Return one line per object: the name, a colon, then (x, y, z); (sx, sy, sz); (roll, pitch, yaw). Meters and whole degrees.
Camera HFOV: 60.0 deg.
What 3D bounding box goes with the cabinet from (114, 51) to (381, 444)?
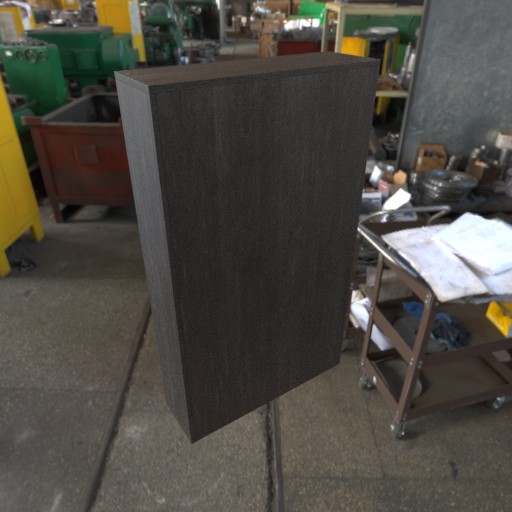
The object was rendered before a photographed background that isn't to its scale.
cabinet: (0.000, 0.000, 1.599); (0.750, 1.280, 0.250); (-19, 36, -28)
